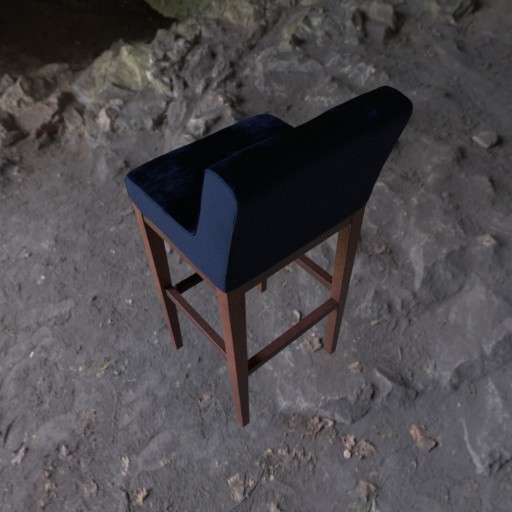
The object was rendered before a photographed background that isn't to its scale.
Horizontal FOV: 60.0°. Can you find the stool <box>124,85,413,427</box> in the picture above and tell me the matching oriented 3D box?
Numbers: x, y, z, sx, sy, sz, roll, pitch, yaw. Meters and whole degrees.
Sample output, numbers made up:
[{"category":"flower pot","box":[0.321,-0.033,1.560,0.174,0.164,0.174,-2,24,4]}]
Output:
[{"category":"stool","box":[0.000,0.000,1.327,0.511,1.037,0.500,-32,54,-27]}]
